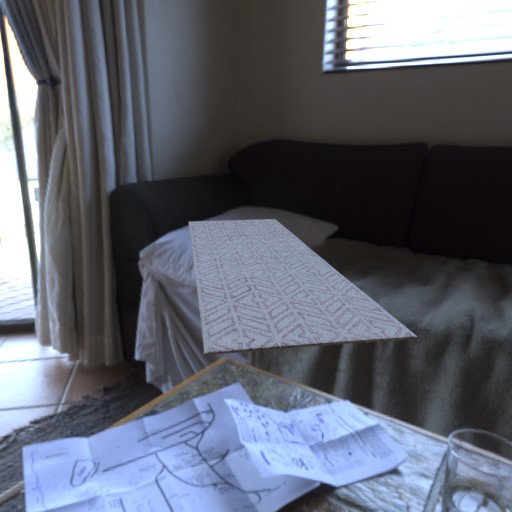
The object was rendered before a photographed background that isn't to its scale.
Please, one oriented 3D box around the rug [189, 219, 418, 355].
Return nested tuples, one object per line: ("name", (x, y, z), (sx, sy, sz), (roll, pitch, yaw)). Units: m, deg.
("rug", (0.000, 0.000, 2.661), (0.750, 0.009, 2.435), (-2, 15, -9))
